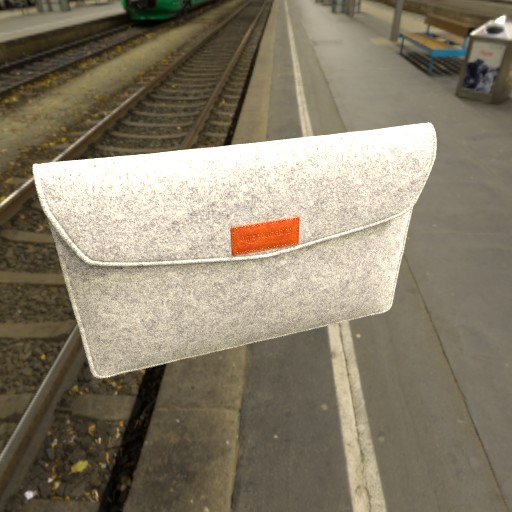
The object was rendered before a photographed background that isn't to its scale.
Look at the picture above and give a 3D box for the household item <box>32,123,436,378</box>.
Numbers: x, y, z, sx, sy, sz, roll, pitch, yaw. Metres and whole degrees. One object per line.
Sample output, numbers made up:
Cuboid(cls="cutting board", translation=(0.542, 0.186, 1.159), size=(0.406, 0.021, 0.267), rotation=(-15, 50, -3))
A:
Cuboid(cls="household item", translation=(0.000, 0.000, 0.418), size=(0.335, 0.221, 0.057), rotation=(-10, 34, -16))
